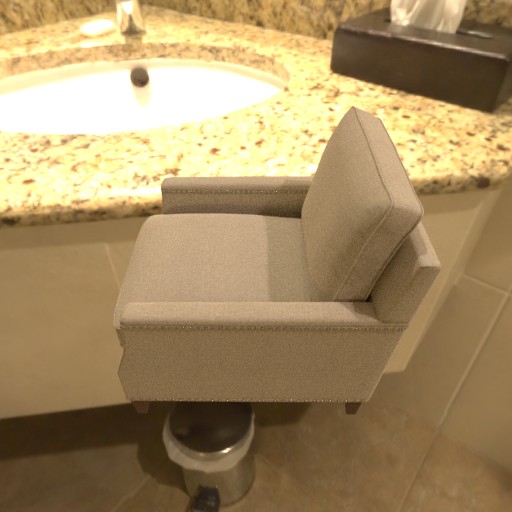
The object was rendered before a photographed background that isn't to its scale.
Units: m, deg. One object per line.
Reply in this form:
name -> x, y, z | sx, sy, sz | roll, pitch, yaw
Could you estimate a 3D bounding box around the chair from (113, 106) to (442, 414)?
chair -> 0.000, 0.000, 1.721 | 1.014, 0.943, 0.853 | 0, 41, 0
